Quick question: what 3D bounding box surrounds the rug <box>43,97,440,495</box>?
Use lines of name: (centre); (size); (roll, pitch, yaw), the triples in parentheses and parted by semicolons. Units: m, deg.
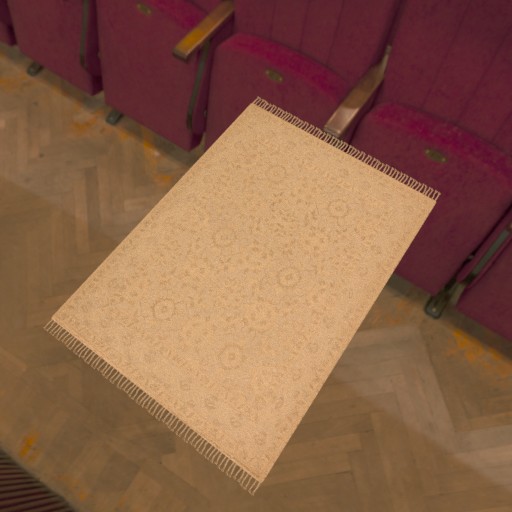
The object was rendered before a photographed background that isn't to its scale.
rug: (0.000, 0.000, 2.253); (1.223, 0.015, 1.771); (32, 69, 14)
